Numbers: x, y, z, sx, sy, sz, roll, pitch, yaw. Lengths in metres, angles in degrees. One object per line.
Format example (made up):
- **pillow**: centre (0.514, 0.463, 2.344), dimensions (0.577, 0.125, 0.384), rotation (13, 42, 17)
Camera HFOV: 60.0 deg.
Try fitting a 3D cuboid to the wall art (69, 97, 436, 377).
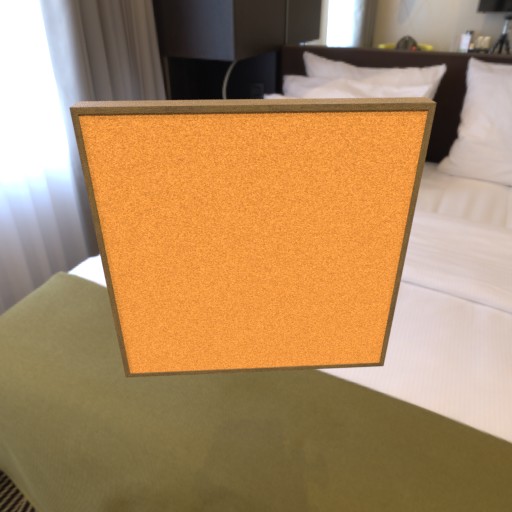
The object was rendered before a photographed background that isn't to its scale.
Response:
- **wall art**: centre (0.000, 0.000, 0.757), dimensions (0.507, 0.507, 0.037), rotation (-2, 31, -3)
